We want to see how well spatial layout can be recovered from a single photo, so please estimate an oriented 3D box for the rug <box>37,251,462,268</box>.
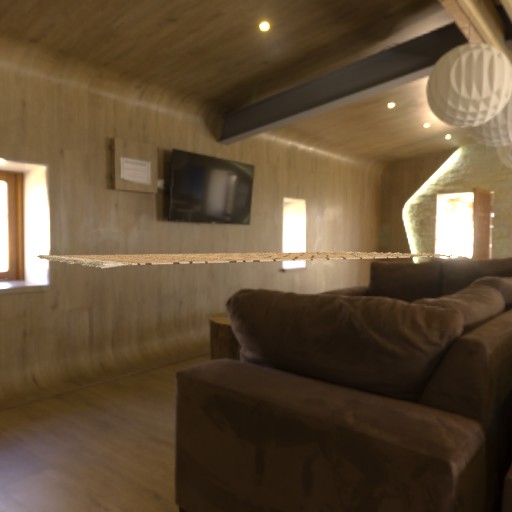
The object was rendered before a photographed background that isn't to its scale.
[{"bbox_3d":[0.000,0.000,2.429,2.023,0.028,1.224,-1,2,-35],"label":"rug"}]
